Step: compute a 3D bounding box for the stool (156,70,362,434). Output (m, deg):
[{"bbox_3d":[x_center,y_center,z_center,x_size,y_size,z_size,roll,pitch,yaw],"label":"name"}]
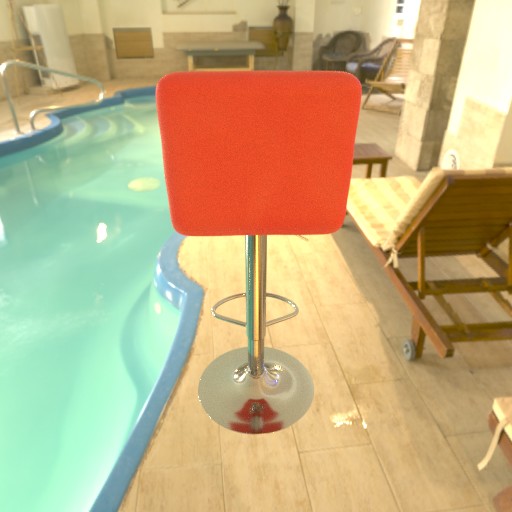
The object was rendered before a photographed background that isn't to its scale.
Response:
[{"bbox_3d":[0.000,0.000,1.358,0.430,1.115,0.505,-1,30,-1],"label":"stool"}]
